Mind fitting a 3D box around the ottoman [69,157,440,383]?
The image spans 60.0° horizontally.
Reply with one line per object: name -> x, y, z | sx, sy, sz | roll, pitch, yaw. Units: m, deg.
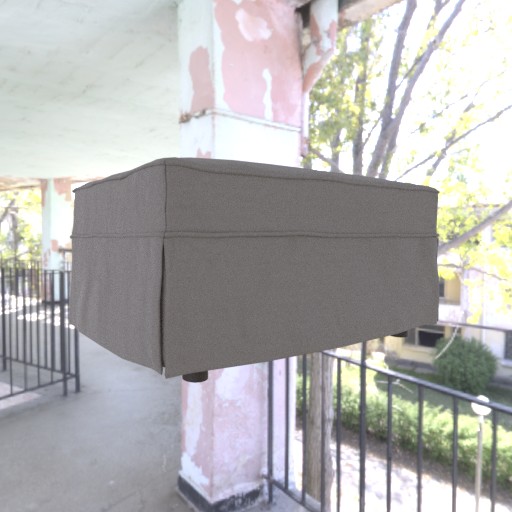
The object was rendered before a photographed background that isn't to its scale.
ottoman -> 0.000, 0.000, 1.322 | 0.944, 0.479, 0.703 | -2, 3, -36
